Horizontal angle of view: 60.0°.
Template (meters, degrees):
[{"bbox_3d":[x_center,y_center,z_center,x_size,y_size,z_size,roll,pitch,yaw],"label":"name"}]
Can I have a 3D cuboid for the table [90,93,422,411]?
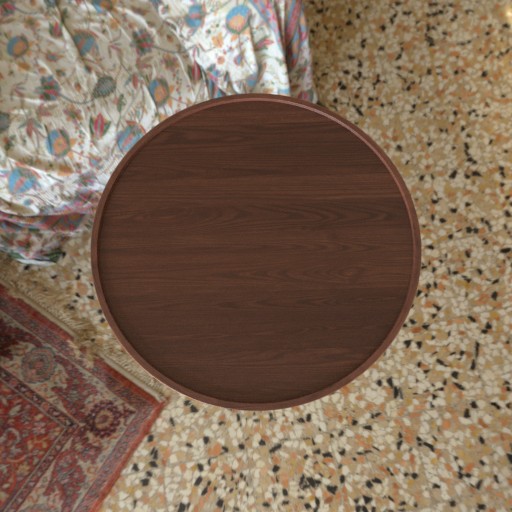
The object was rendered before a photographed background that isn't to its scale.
[{"bbox_3d":[0.000,0.000,1.249,0.800,0.360,0.800,0,75,0],"label":"table"}]
